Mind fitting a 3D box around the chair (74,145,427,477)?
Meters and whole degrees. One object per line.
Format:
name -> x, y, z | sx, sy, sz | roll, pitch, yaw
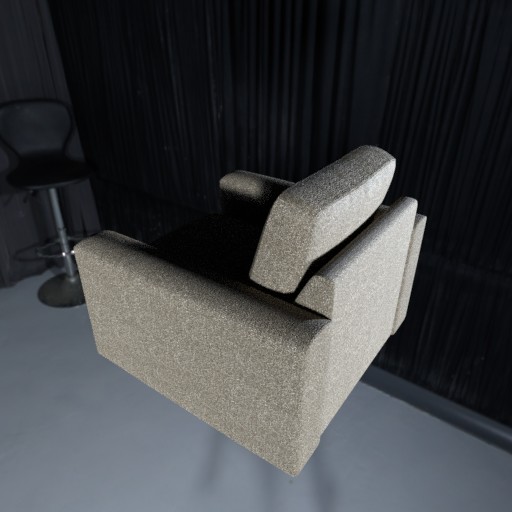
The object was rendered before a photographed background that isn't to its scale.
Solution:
chair -> 0.000, 0.000, 1.781 | 1.016, 0.873, 1.005 | 20, 36, 30
